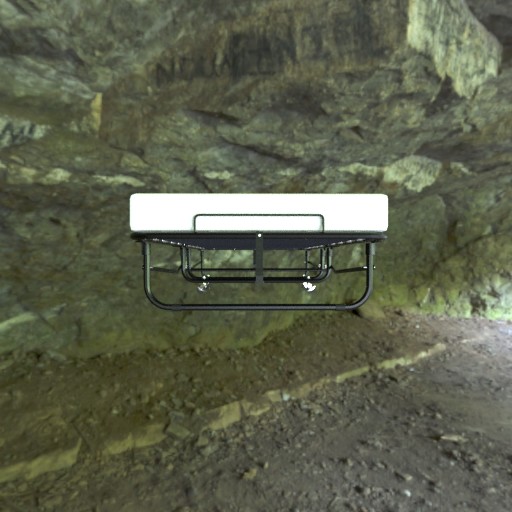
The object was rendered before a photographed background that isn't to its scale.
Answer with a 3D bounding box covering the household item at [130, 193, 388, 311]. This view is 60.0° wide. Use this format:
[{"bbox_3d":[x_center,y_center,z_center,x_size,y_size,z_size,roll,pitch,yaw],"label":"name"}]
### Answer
[{"bbox_3d":[0.000,0.000,2.193,0.787,0.356,1.905,0,0,-1],"label":"household item"}]
